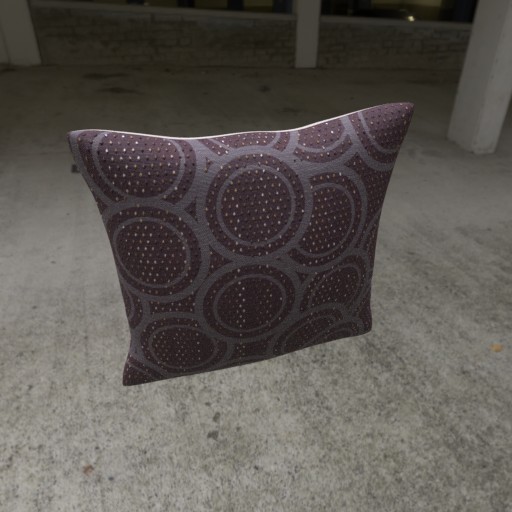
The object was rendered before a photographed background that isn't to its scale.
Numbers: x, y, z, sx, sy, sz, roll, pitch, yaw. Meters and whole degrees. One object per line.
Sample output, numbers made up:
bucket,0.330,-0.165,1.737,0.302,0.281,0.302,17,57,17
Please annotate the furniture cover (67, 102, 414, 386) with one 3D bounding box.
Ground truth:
furniture cover,0.000,0.000,0.810,0.552,0.509,0.193,-10,34,-14
